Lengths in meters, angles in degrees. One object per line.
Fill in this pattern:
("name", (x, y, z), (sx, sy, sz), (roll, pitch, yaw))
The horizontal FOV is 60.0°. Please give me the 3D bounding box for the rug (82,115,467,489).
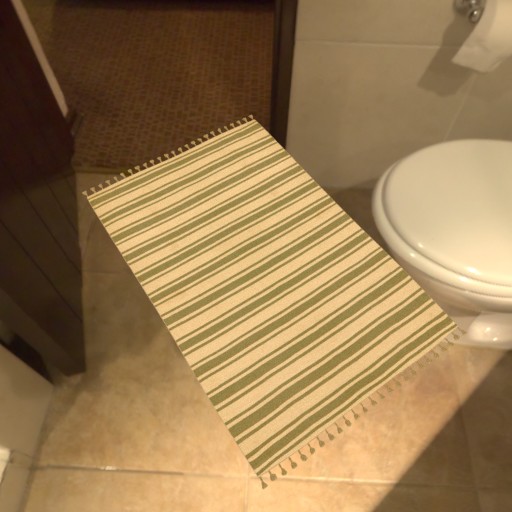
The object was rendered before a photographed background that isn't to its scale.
("rug", (0.000, 0.000, 3.048), (1.540, 0.018, 2.435), (-30, 63, -17))
